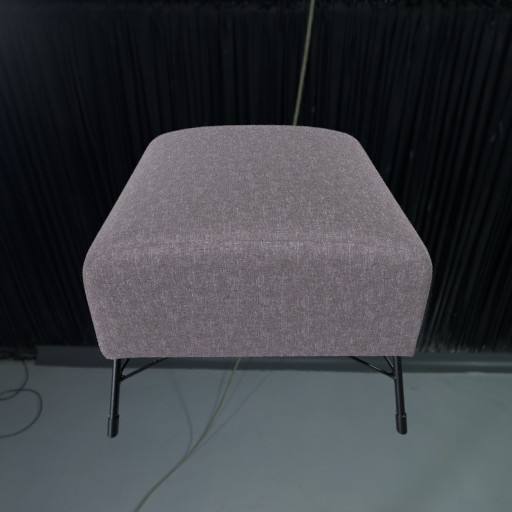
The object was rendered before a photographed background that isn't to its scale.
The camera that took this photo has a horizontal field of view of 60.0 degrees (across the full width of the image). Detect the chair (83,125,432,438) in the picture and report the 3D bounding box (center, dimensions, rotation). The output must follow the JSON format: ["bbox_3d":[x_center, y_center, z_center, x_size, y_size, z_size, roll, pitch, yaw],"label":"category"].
[{"bbox_3d":[0.000,0.000,0.887,0.530,0.410,0.530,0,33,-1],"label":"chair"}]
